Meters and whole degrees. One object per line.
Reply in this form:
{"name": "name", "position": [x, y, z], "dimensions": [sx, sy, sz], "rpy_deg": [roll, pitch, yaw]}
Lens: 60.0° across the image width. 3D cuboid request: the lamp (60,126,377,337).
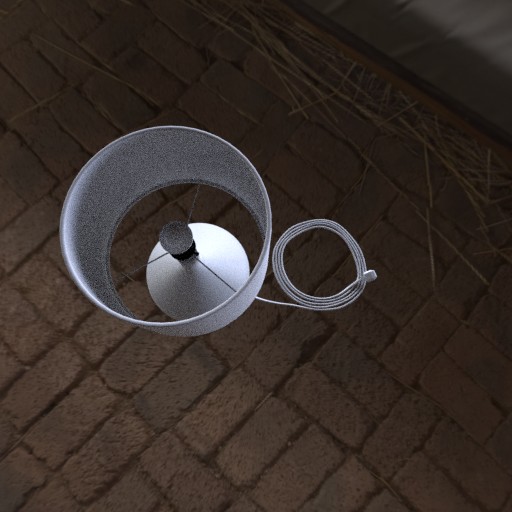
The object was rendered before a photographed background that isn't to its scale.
{"name": "lamp", "position": [0.000, 0.000, 0.860], "dimensions": [0.546, 0.457, 0.401], "rpy_deg": [19, 77, 5]}
